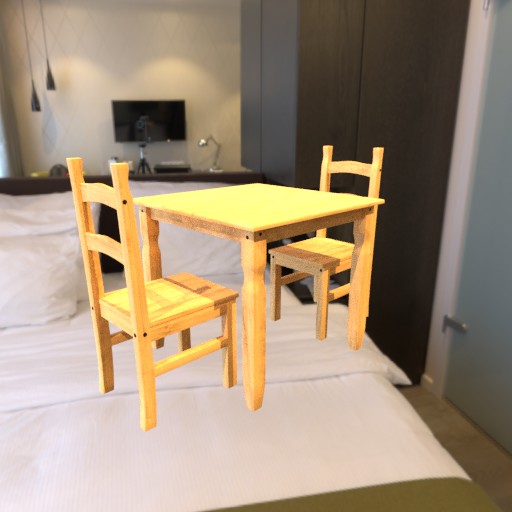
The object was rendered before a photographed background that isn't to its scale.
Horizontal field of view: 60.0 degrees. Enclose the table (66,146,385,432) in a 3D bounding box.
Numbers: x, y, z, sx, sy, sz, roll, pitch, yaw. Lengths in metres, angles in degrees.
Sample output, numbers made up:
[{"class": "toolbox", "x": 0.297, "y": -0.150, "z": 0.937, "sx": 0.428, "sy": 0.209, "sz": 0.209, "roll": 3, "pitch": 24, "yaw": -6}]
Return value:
[{"class": "table", "x": 0.000, "y": 0.000, "z": 2.062, "sx": 1.501, "sy": 0.942, "sz": 0.813, "roll": -15, "pitch": 22, "yaw": -42}]
